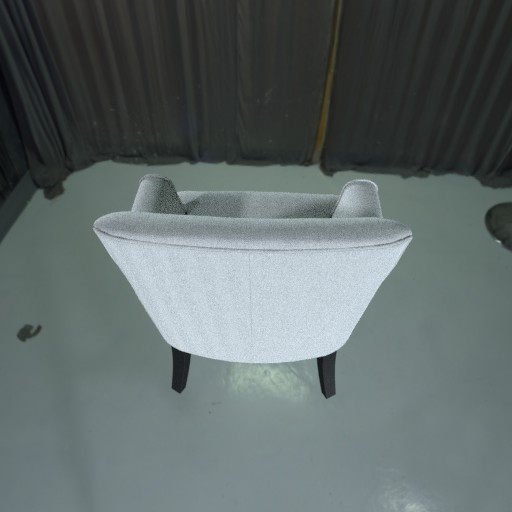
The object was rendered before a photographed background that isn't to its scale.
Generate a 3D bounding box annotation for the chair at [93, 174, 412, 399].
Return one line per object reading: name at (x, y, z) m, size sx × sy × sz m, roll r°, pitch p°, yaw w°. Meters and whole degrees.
chair at (0.000, 0.000, 1.461) m, size 0.781 × 0.875 × 0.750 m, roll 2°, pitch 47°, yaw 1°
